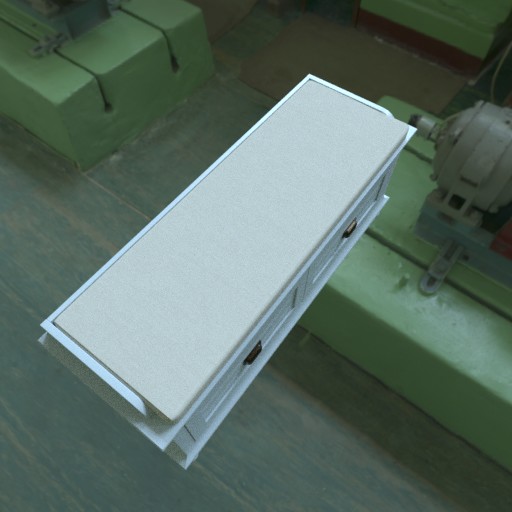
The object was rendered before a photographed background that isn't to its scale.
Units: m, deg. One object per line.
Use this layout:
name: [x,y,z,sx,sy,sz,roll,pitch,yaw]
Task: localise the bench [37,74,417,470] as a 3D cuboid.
bench: [0.000,0.000,1.393,0.402,0.486,1.185,32,64,18]
